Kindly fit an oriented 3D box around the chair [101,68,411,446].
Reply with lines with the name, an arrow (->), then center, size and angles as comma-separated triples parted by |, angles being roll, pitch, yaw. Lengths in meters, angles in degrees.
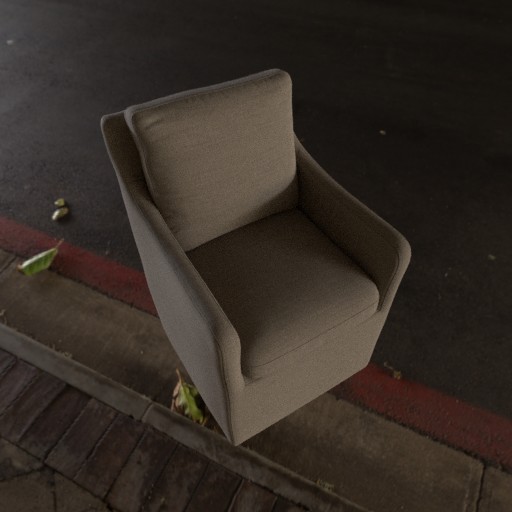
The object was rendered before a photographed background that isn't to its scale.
chair -> 0.000, 0.000, 1.392 | 0.626, 0.914, 0.694 | -24, 51, -21
